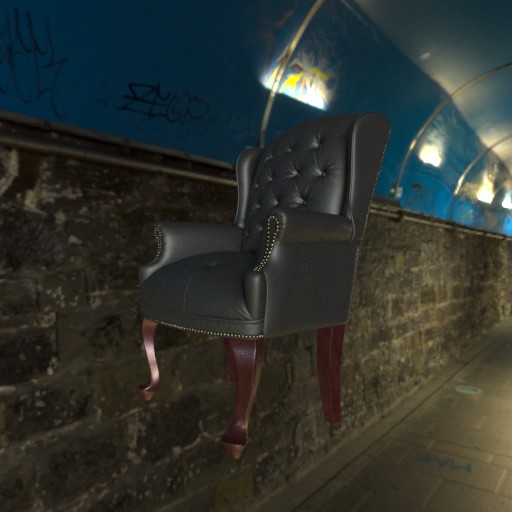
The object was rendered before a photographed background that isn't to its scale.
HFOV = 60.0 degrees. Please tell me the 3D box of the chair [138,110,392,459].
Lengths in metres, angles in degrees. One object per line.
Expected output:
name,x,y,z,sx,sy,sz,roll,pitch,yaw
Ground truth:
chair,0.000,0.000,1.653,0.762,1.111,0.838,0,1,-37
